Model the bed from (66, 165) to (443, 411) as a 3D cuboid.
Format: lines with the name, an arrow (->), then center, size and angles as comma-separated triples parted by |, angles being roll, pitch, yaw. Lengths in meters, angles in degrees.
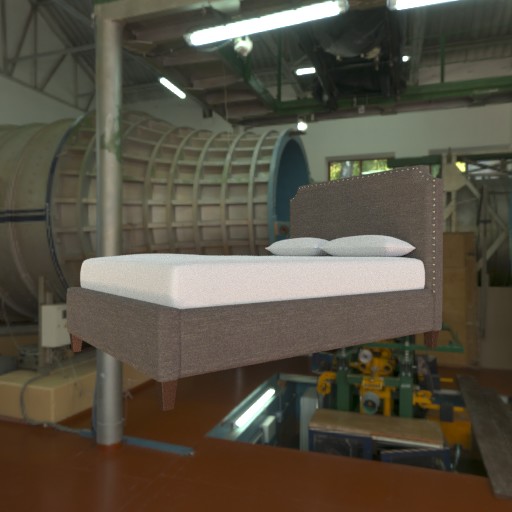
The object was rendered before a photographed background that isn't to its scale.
bed -> 0.000, 0.000, 3.434 | 2.381, 1.457, 1.713 | 0, 0, -37
